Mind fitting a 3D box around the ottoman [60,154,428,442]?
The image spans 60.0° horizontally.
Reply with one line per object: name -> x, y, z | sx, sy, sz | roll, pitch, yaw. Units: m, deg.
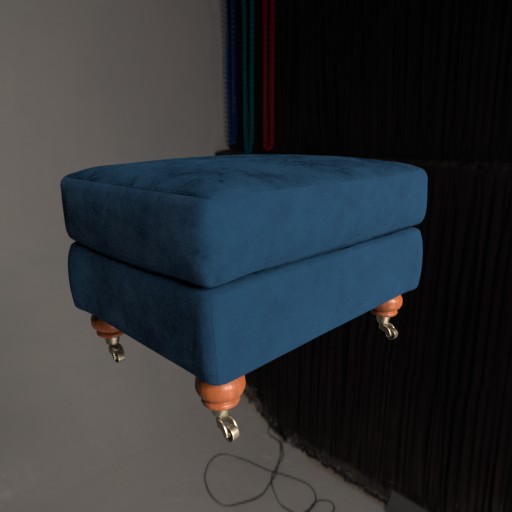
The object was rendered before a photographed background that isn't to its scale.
ottoman -> 0.000, 0.000, 1.143 | 0.572, 0.503, 0.773 | 15, 21, 43
